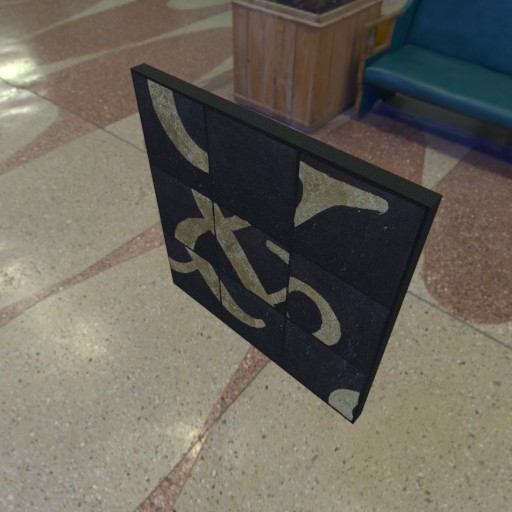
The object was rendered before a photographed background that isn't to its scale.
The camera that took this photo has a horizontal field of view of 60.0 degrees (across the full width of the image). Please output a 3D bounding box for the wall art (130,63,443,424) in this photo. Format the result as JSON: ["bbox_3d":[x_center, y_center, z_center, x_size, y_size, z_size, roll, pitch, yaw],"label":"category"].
[{"bbox_3d":[0.000,0.000,1.132,0.758,0.758,0.044,33,54,28],"label":"wall art"}]
